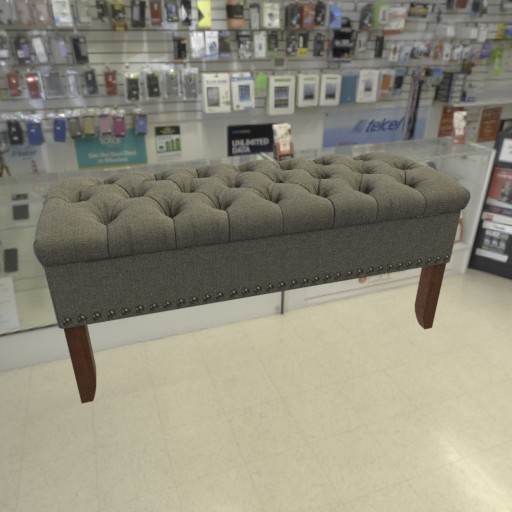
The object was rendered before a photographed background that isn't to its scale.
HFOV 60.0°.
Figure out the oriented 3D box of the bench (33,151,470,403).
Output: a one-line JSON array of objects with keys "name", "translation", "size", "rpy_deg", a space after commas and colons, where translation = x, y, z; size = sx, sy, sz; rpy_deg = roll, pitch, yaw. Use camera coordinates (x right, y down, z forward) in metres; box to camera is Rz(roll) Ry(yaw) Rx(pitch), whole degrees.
[{"name": "bench", "translation": [0.000, 0.000, 1.271], "size": [1.052, 0.470, 0.417], "rpy_deg": [-8, 28, -16]}]
